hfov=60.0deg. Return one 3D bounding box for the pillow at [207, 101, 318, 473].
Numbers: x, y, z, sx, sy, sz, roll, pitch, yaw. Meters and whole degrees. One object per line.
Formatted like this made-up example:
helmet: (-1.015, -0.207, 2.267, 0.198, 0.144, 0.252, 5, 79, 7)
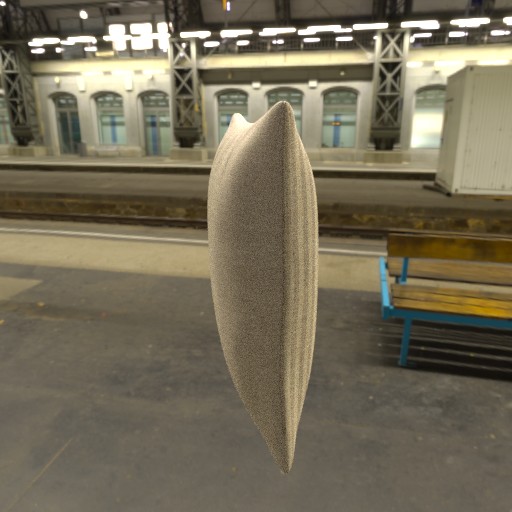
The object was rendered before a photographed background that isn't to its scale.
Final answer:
pillow: (0.000, 0.000, 0.809, 0.166, 0.510, 0.523, -2, 16, -8)
